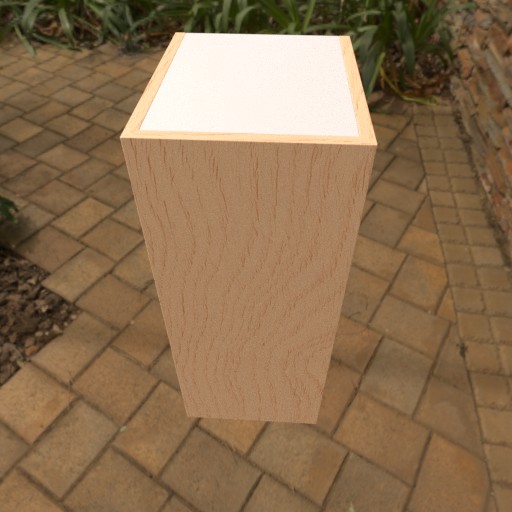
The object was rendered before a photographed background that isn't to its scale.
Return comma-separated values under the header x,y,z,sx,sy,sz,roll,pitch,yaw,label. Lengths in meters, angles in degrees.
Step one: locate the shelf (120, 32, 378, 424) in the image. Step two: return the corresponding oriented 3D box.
x,y,z,sx,sy,sz,roll,pitch,yaw,label
0.000,0.000,0.738,0.250,0.600,0.290,2,45,2,shelf
